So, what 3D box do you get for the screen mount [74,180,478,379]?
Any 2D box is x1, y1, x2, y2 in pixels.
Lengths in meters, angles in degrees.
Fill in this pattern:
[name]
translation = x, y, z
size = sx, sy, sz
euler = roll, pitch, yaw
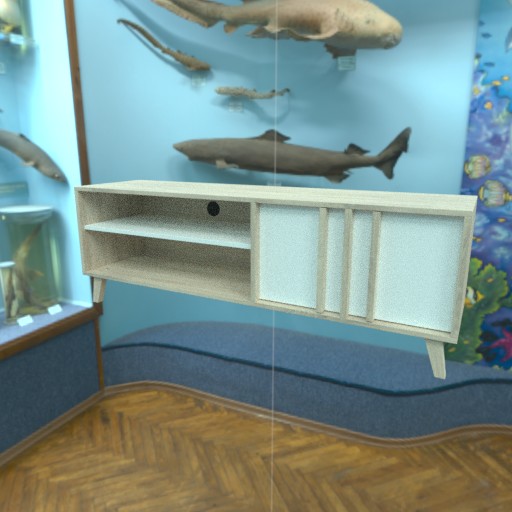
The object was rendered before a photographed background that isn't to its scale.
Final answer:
[screen mount]
translation = 0.000, 0.000, 1.742
size = 1.500, 0.510, 0.400
euler = 7, 16, 27
